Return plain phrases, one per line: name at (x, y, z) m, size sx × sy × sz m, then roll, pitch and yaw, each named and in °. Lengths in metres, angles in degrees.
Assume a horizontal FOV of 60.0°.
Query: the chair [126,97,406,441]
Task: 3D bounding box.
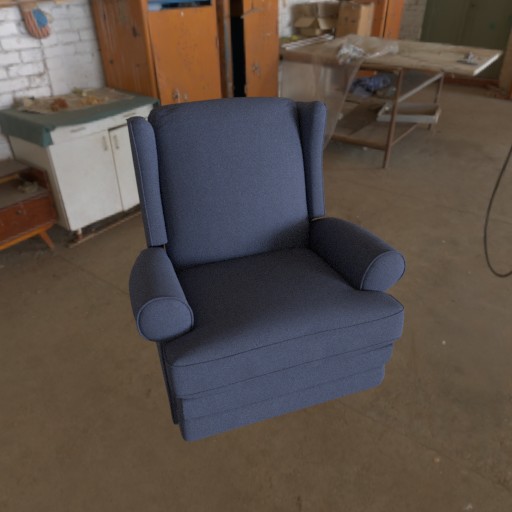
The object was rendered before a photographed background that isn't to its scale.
chair at (0.000, 0.000, 1.709) m, size 0.971 × 1.020 × 0.877 m, roll -11°, pitch 35°, yaw -16°
